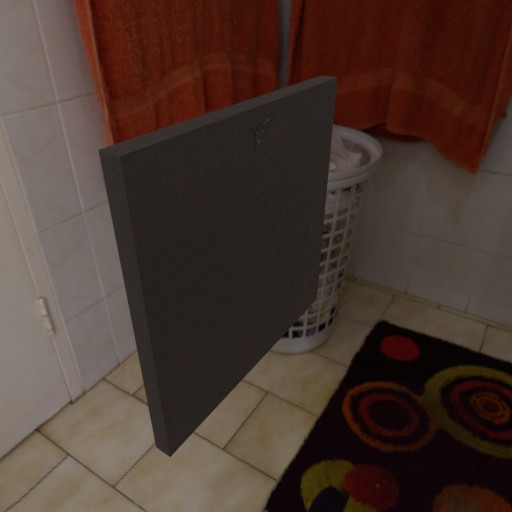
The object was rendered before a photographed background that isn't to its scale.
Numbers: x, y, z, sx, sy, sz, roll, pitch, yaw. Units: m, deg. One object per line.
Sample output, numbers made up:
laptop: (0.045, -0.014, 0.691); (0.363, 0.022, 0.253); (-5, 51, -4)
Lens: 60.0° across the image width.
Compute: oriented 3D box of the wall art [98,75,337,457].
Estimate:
wall art: (0.000, 0.000, 0.526); (0.038, 0.349, 0.349); (20, 37, 29)
